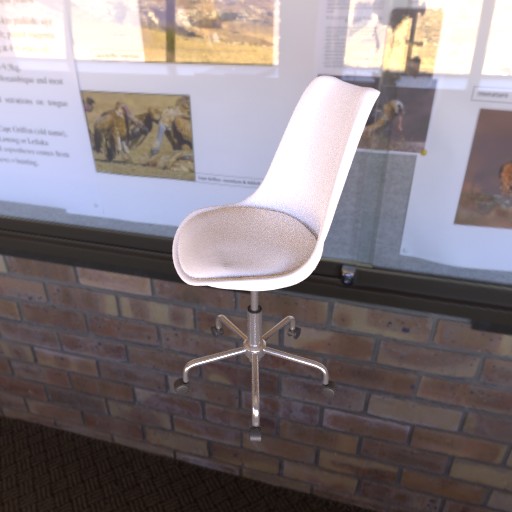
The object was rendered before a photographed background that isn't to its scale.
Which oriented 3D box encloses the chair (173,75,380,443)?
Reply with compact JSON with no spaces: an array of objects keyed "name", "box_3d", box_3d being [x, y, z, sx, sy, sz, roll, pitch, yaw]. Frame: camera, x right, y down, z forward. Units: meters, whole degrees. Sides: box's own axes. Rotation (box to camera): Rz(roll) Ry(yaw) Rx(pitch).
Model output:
[{"name":"chair","box_3d":[0.000,0.000,1.284,0.550,0.930,0.550,-8,30,-14]}]
